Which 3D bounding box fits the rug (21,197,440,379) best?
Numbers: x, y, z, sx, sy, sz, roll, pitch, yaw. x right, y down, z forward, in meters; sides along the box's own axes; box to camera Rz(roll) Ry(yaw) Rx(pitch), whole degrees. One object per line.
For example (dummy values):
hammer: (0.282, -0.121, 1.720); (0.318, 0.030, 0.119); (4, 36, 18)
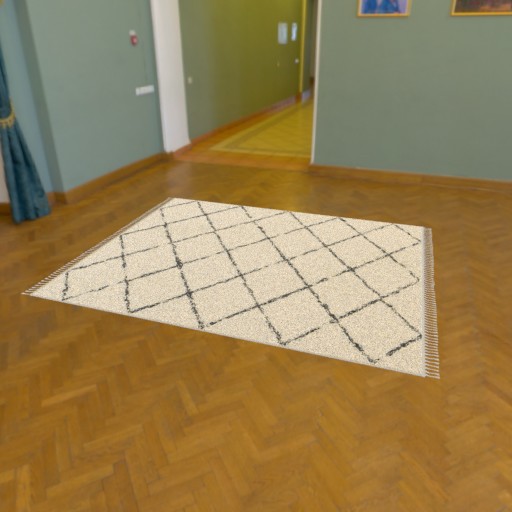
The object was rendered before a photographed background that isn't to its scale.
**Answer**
rug: (0.000, 0.000, 4.016); (3.051, 0.013, 2.380); (8, 28, 16)
